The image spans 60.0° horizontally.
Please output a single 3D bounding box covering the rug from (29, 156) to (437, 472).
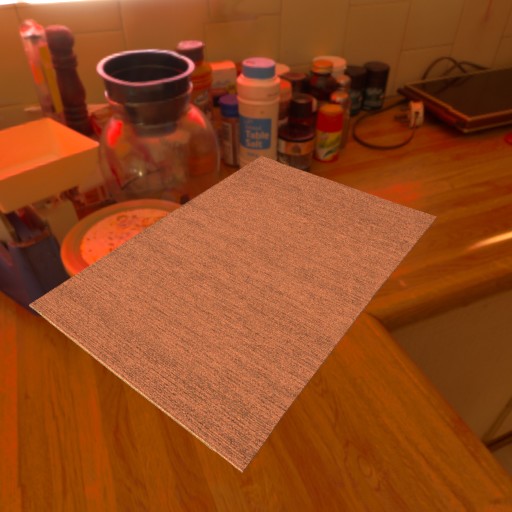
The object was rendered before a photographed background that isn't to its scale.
[{"bbox_3d":[0.000,0.000,2.958,1.616,0.030,2.338,26,47,27],"label":"rug"}]
